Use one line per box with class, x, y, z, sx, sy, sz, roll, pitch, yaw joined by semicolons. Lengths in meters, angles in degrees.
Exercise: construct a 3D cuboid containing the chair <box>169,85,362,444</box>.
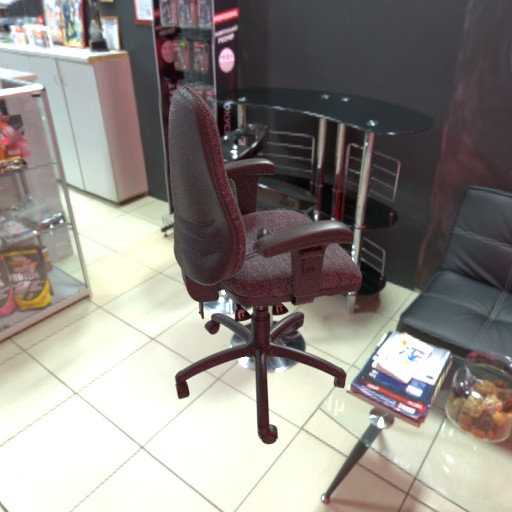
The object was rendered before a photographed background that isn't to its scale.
chair;0.000;0.000;1.239;0.530;0.910;0.550;-10;32;-17
